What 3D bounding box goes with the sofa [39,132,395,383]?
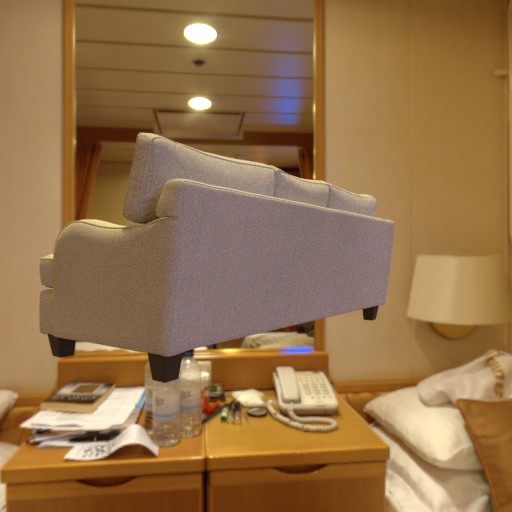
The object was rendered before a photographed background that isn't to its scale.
[{"bbox_3d":[0.000,0.000,2.809,1.016,0.991,2.323,0,0,36],"label":"sofa"}]
